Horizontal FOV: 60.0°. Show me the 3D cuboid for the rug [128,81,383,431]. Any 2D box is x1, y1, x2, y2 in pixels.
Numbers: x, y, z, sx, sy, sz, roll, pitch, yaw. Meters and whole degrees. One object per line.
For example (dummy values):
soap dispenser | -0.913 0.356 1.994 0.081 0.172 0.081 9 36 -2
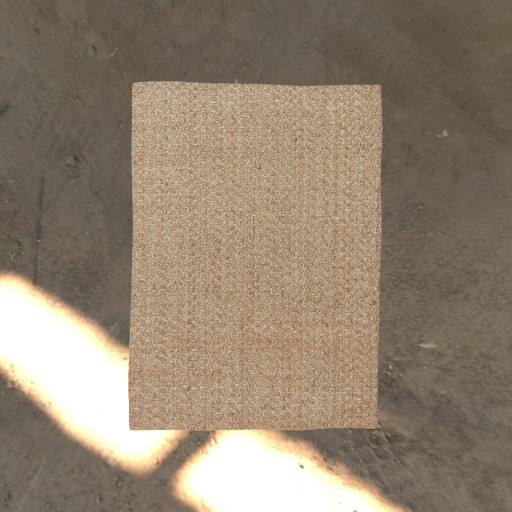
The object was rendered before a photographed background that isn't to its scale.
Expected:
rug | 0.000 0.000 2.727 1.566 0.013 2.141 0 90 -1
